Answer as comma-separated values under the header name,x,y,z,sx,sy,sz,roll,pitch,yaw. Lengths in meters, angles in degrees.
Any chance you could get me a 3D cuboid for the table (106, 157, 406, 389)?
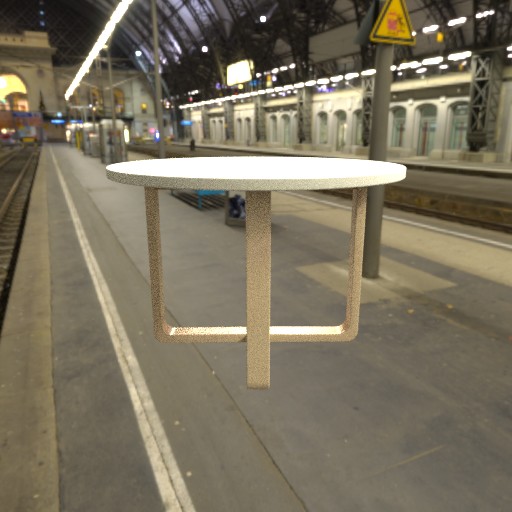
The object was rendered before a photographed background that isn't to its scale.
name,x,y,z,sx,sy,sz,roll,pitch,yaw
table,0.000,0.000,0.984,0.600,0.400,0.600,0,15,0
